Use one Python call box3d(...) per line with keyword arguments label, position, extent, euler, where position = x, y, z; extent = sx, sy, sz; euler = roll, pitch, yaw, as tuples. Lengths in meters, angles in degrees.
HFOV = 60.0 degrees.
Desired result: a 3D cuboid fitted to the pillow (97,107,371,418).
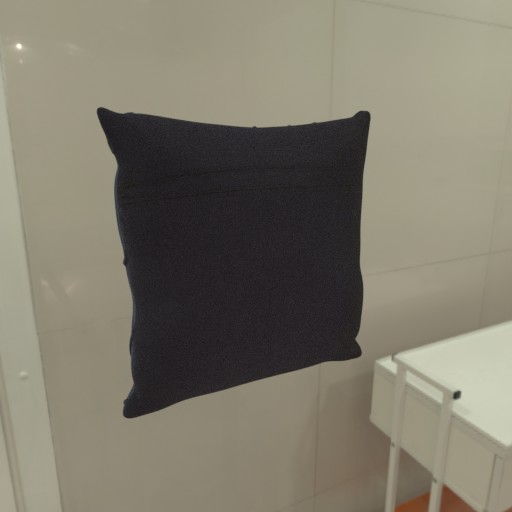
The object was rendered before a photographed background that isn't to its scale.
box3d(label="pillow", position=(0.000, 0.000, 0.688), extent=(0.439, 0.440, 0.183), euler=(-8, 17, -27))
